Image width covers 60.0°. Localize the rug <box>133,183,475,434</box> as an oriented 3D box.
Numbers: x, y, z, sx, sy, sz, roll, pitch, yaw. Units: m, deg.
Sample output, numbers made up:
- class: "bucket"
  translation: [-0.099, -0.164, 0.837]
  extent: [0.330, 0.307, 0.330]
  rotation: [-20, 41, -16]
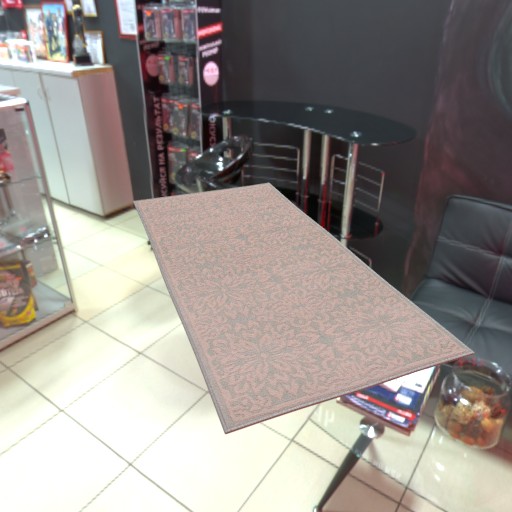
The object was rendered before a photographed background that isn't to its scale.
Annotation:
- class: "rug"
  translation: [0.000, 0.000, 1.416]
  extent: [0.604, 0.007, 1.219]
  rotation: [-11, 31, -19]
